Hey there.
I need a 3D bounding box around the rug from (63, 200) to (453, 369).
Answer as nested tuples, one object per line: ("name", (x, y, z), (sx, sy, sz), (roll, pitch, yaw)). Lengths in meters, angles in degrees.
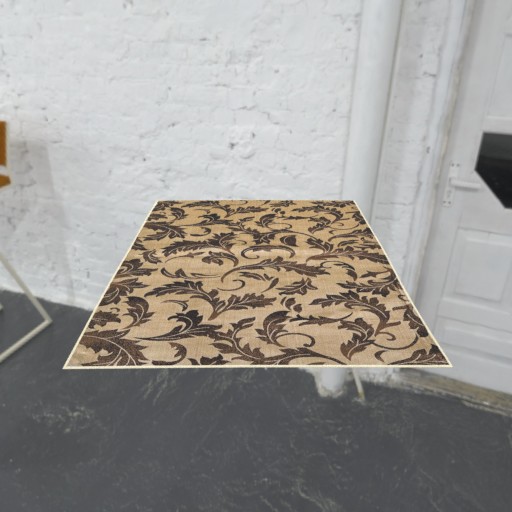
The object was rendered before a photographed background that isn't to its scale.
("rug", (0.000, 0.000, 4.002), (2.380, 0.008, 2.977), (0, 27, 0))
